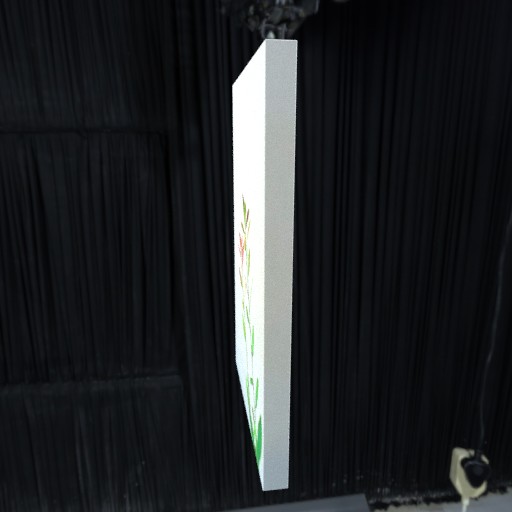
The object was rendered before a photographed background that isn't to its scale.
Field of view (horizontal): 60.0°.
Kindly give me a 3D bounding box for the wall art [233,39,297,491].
[{"bbox_3d":[0.000,0.000,0.777,0.038,0.611,0.408,-2,14,-8],"label":"wall art"}]
